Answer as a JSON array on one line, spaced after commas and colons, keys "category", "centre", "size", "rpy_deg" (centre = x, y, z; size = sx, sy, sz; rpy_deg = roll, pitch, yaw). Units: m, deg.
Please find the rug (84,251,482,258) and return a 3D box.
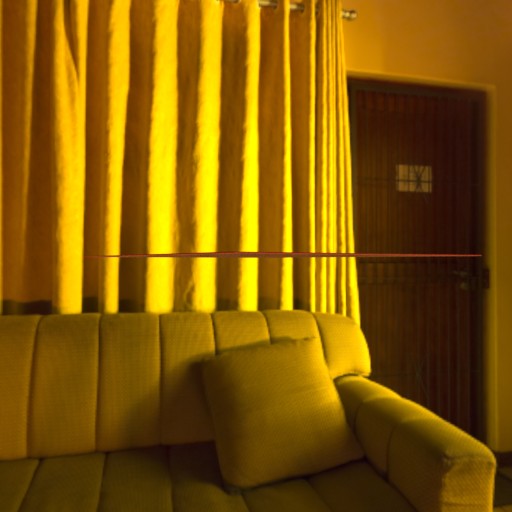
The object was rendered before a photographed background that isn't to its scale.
[{"category": "rug", "centre": [0.000, 0.000, 4.039], "size": [2.300, 0.012, 2.929], "rpy_deg": [0, -1, -35]}]
